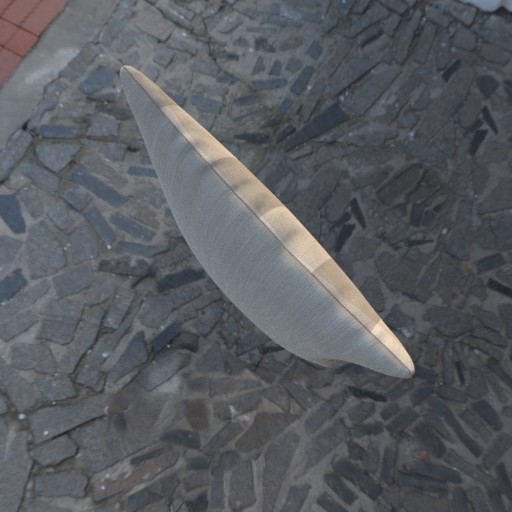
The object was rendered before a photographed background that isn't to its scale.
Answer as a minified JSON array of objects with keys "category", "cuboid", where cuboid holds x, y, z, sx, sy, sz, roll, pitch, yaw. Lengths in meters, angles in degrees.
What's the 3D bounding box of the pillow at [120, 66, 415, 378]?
[{"category":"pillow","cuboid":[0.000,0.000,0.766,0.161,0.509,0.511,-41,80,-8]}]
